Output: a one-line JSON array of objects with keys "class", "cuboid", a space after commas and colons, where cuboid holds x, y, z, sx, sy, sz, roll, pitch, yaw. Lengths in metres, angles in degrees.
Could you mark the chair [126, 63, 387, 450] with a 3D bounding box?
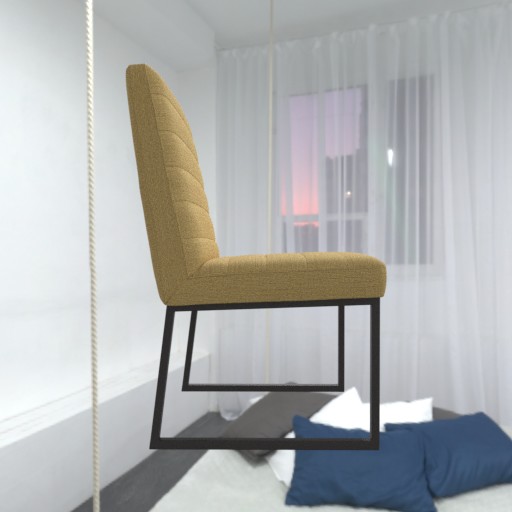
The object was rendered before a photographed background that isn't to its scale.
[{"class": "chair", "cuboid": [0.000, 0.000, 1.293, 0.634, 0.930, 0.520, 0, 1, 0]}]
